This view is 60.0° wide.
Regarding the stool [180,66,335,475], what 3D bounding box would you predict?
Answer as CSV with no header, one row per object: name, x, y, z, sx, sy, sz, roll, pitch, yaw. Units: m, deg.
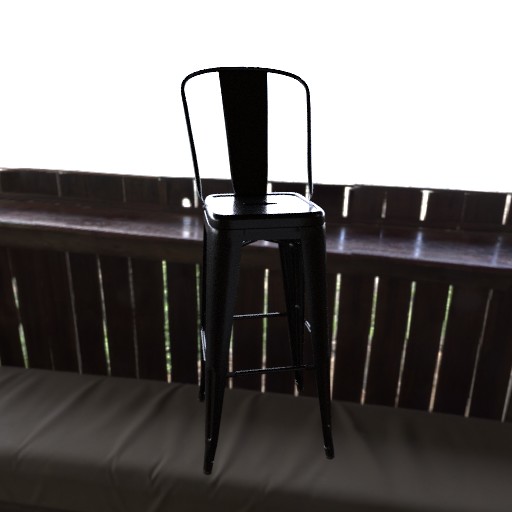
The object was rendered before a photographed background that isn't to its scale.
stool,0.000,0.000,1.324,0.399,1.096,0.513,-3,18,-9
